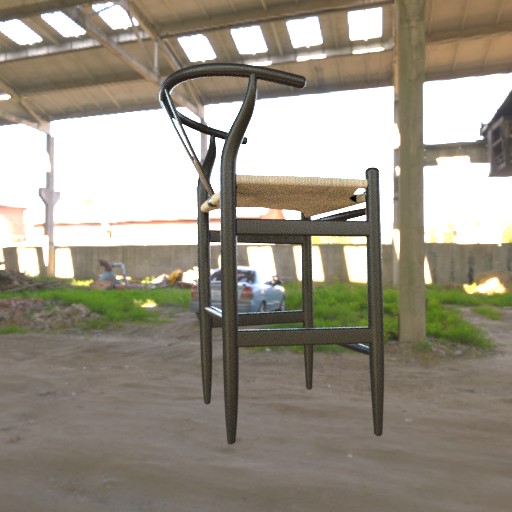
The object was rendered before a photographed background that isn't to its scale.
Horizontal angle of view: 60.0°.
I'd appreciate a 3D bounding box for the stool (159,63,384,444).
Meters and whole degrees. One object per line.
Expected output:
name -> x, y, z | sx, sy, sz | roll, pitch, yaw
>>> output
stool -> 0.000, 0.000, 1.343 | 0.579, 0.970, 0.569 | 0, -1, -17
